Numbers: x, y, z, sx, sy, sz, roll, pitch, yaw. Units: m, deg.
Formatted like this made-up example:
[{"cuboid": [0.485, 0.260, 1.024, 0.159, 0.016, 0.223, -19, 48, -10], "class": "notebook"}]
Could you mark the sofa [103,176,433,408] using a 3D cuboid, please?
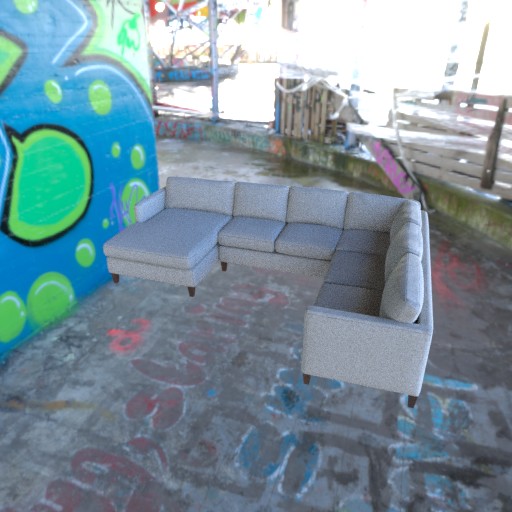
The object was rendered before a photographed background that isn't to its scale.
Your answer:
[{"cuboid": [0.000, 0.000, 4.752, 3.460, 0.959, 2.593, 8, 27, 16], "class": "sofa"}]
